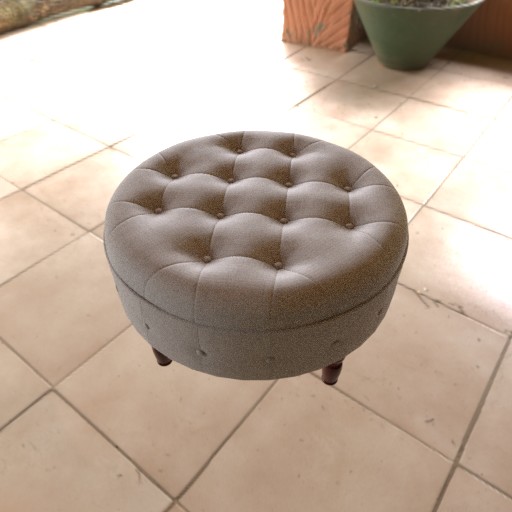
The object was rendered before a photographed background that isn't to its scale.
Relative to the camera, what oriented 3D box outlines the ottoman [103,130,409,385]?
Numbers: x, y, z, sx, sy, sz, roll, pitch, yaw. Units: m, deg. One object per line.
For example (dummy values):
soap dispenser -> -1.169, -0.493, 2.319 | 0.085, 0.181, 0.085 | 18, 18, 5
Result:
ottoman -> 0.000, 0.000, 1.380 | 0.849, 0.478, 0.849 | 0, 43, 0
